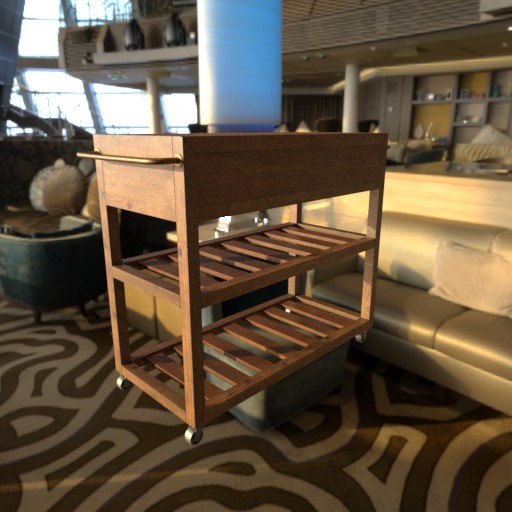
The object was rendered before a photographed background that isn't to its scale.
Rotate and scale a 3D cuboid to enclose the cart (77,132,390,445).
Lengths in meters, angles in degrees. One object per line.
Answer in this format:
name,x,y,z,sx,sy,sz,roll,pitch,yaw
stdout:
cart,0.000,0.000,1.558,0.445,0.830,1.065,15,22,43
